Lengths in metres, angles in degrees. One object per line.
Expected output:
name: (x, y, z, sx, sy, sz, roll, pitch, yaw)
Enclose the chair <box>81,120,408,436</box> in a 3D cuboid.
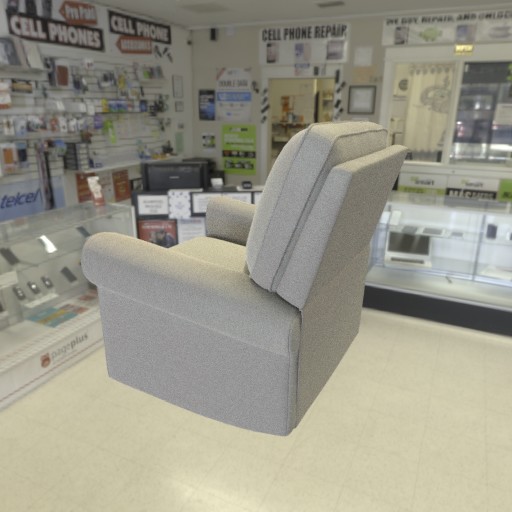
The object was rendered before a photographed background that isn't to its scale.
chair: (0.000, 0.000, 1.628, 0.878, 0.960, 0.890, 10, 21, 27)
